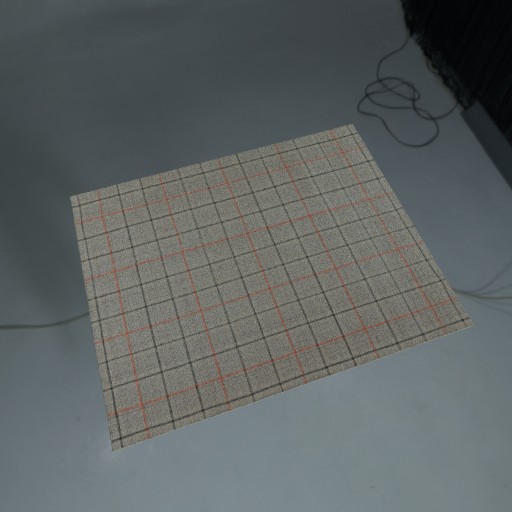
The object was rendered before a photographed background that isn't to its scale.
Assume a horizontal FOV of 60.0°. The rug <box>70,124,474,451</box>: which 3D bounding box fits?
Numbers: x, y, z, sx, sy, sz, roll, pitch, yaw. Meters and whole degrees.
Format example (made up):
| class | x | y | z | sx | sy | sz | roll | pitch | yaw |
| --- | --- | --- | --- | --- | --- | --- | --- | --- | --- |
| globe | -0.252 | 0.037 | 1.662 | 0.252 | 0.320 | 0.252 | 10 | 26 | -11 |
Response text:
| class | x | y | z | sx | sy | sz | roll | pitch | yaw |
| --- | --- | --- | --- | --- | --- | --- | --- | --- | --- |
| rug | 0.000 | 0.000 | 4.048 | 3.048 | 0.012 | 2.444 | -16 | 63 | -9 |
